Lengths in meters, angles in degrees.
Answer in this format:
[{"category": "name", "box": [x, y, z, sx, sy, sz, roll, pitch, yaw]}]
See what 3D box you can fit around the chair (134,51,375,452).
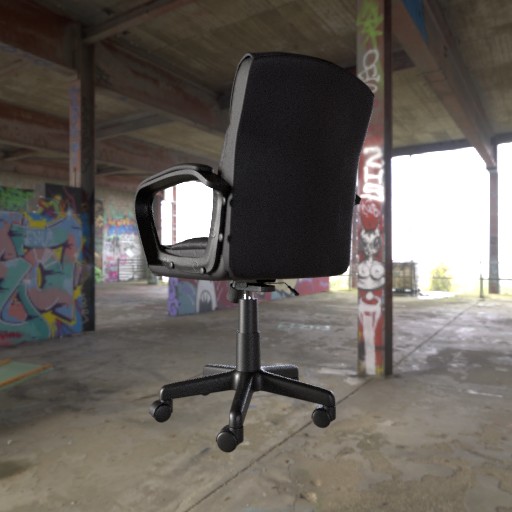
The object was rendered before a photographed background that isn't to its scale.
[{"category": "chair", "box": [0.000, 0.000, 1.365, 0.576, 0.998, 0.641, 0, 0, -36]}]
